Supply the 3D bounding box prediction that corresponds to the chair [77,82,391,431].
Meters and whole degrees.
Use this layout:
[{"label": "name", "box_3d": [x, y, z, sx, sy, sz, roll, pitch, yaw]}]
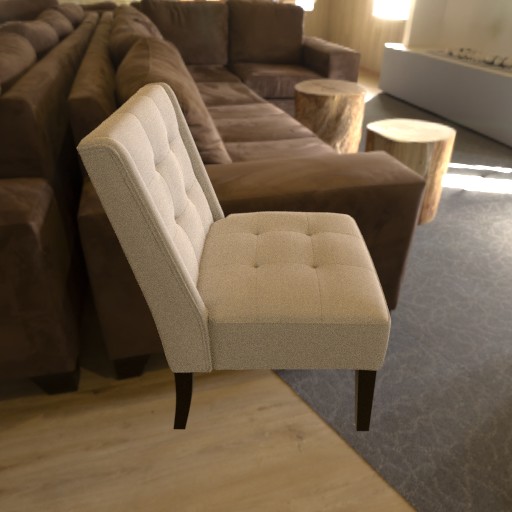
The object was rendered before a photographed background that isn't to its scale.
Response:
[{"label": "chair", "box_3d": [0.000, 0.000, 1.273, 0.676, 0.853, 0.569, 1, 32, 1]}]
